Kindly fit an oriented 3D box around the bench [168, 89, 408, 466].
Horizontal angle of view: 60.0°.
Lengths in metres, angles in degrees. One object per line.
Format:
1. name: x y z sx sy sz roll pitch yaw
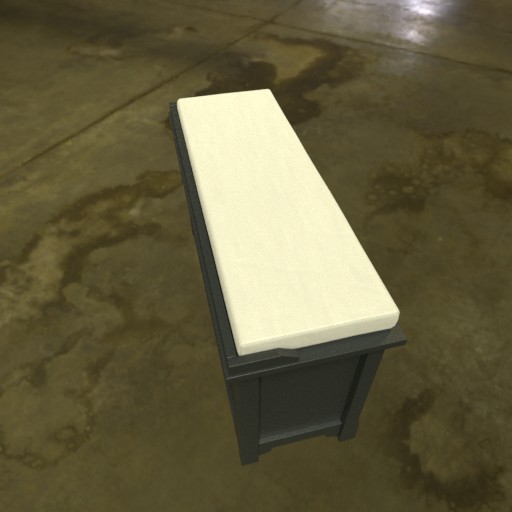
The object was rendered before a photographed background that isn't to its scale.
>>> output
1. bench: 0.000 0.000 1.282 0.345 0.561 0.973 -10 47 -10
